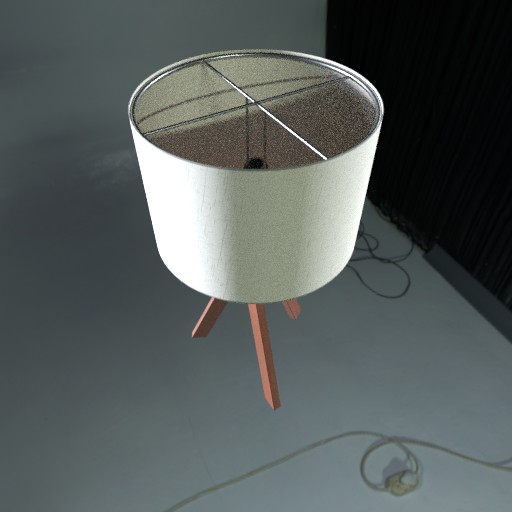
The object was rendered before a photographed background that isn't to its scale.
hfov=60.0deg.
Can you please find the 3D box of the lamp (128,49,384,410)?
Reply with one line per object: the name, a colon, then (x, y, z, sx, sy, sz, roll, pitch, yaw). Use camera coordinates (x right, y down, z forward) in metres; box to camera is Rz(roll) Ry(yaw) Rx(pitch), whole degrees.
lamp: (0.000, 0.000, 0.916, 0.380, 0.686, 0.380, -23, 50, -21)
